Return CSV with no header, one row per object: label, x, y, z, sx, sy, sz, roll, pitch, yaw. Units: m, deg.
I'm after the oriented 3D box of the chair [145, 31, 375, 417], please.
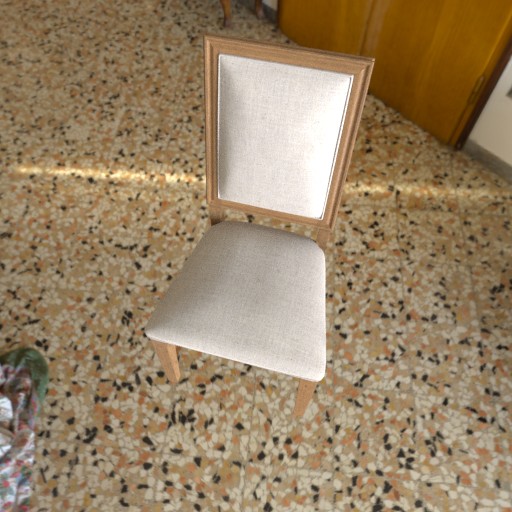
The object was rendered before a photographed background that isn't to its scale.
chair,0.000,0.000,1.320,0.536,0.988,0.601,13,59,8
